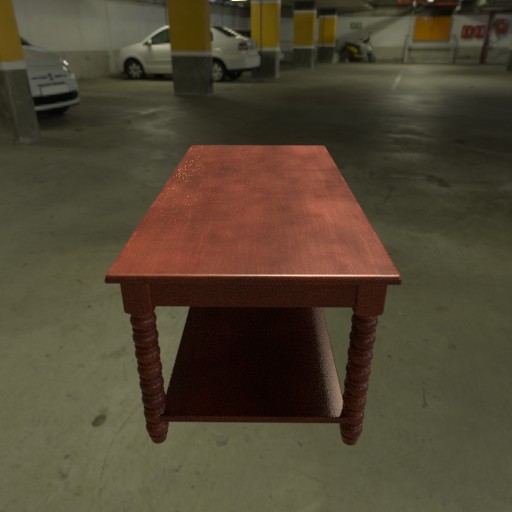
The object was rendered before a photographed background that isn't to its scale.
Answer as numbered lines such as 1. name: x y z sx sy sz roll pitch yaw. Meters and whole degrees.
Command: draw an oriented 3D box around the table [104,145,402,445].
1. table: 0.000 0.000 1.472 0.580 0.485 1.171 0 26 1
